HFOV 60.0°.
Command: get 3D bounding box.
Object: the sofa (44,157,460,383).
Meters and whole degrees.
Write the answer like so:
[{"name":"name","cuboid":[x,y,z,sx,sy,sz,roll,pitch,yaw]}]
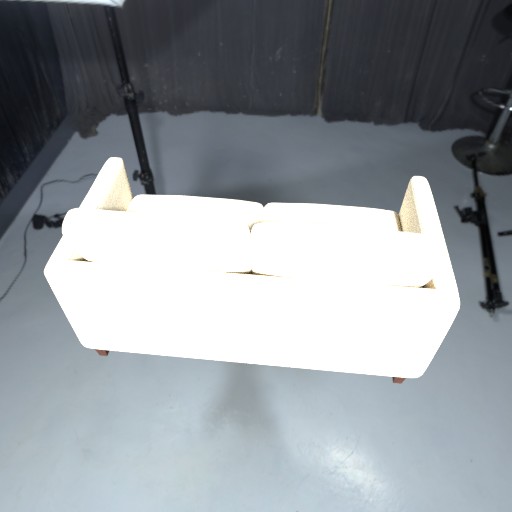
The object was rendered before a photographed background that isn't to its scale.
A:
[{"name":"sofa","cuboid":[0.000,0.000,2.459,1.884,0.963,0.950,4,47,4]}]
